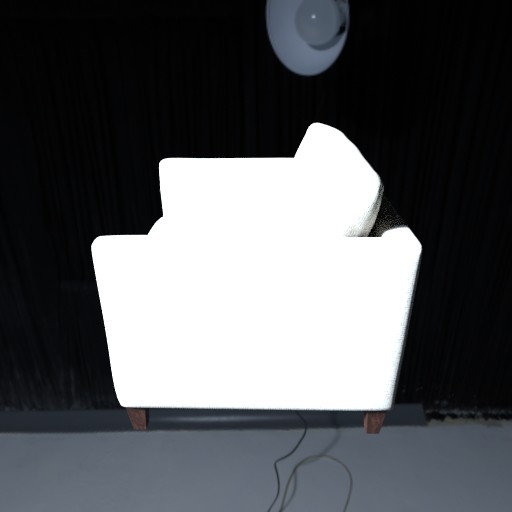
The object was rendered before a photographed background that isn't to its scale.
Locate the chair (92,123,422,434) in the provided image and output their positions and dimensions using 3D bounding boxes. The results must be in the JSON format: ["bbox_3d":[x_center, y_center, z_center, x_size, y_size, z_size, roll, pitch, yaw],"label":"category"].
[{"bbox_3d":[0.000,0.000,1.752,0.959,0.919,0.996,0,27,1],"label":"chair"}]
